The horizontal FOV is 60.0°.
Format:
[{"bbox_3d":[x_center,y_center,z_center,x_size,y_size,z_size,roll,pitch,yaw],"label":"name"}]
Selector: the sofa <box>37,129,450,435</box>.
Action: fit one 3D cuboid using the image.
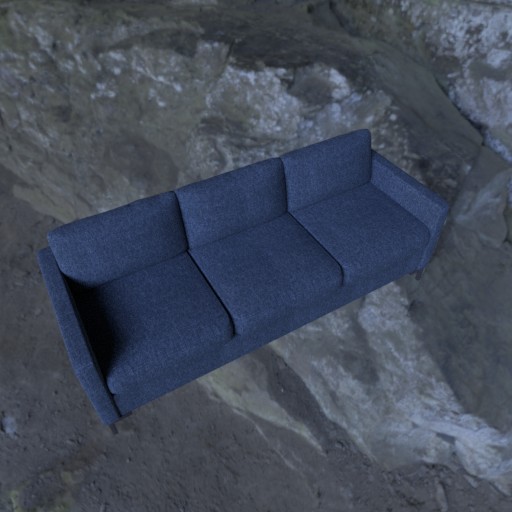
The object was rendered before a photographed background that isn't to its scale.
[{"bbox_3d":[0.000,0.000,2.633,2.218,0.874,0.859,-22,49,-21],"label":"sofa"}]
